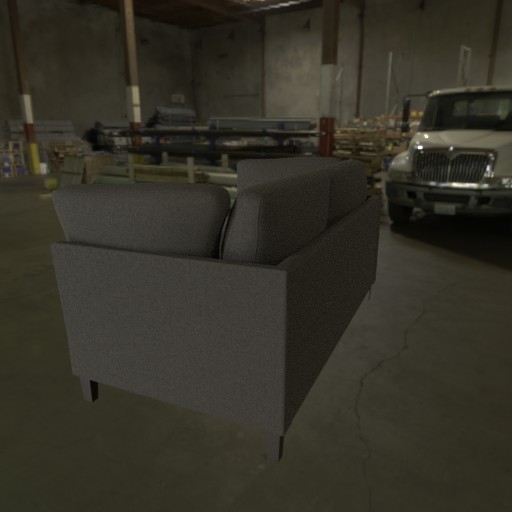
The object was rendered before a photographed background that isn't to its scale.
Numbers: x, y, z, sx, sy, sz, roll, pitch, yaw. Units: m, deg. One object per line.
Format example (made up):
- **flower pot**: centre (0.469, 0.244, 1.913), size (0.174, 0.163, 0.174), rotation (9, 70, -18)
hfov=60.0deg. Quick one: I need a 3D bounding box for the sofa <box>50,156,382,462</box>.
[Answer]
- **sofa**: centre (0.000, 0.000, 2.283), size (0.969, 0.920, 1.751), rotation (7, 18, 23)
